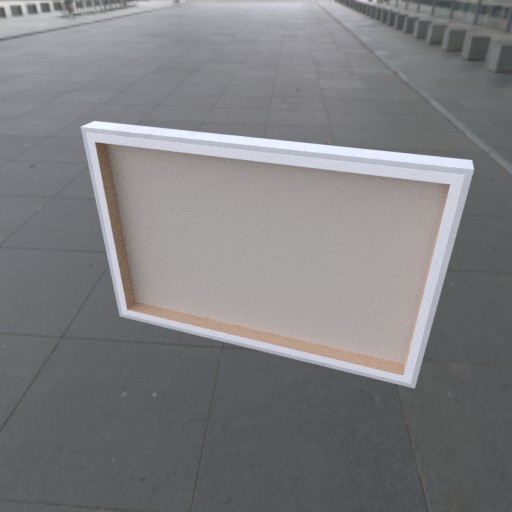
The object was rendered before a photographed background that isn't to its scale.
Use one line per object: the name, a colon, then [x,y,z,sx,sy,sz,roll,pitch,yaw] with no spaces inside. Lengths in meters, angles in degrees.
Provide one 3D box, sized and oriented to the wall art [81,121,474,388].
wall art: [0.000,0.000,0.779,0.609,0.407,0.038,10,33,16]
